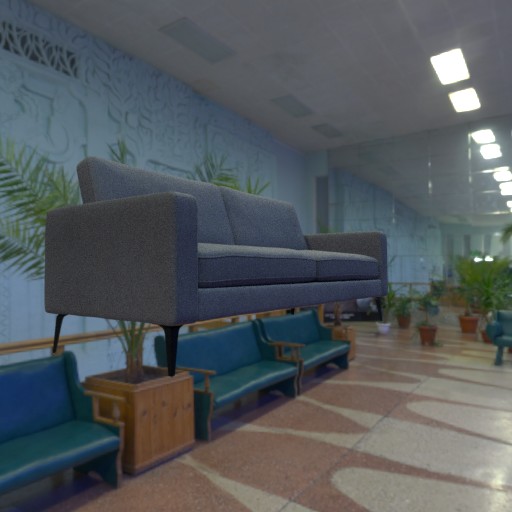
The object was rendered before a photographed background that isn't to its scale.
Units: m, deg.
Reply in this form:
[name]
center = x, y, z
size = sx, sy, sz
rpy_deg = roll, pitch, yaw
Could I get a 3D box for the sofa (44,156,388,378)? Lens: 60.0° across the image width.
[sofa]
center = 0.000, 0.000, 2.372
size = 0.774, 0.828, 1.925
rpy_deg = -1, -2, 36
